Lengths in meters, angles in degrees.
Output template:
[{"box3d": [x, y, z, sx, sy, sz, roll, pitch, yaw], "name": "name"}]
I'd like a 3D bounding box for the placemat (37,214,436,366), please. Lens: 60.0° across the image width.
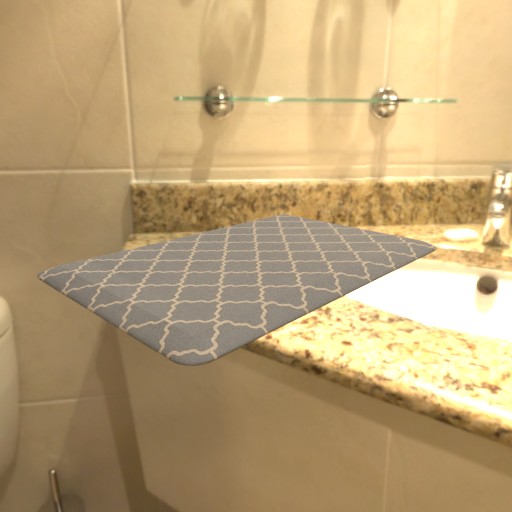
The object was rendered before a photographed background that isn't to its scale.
[{"box3d": [0.000, 0.000, 0.972, 0.508, 0.021, 0.762, 16, 24, 42], "name": "placemat"}]
